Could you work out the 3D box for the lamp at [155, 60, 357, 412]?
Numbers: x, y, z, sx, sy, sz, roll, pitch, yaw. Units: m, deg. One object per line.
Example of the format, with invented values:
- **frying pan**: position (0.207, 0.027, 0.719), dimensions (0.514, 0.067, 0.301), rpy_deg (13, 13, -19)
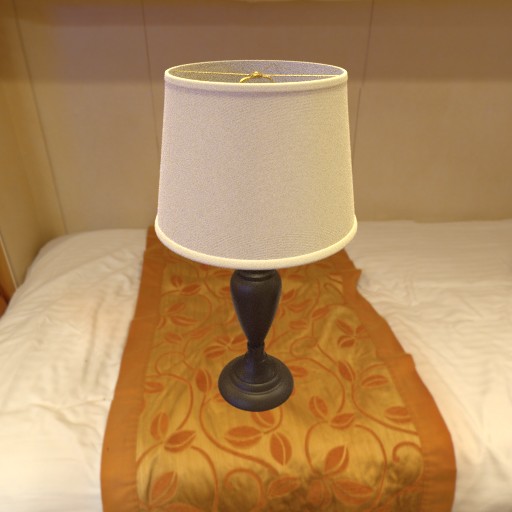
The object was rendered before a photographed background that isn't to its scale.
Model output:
- **lamp**: position (0.000, 0.000, 0.784), dimensions (0.335, 0.611, 0.335), rpy_deg (0, 30, 0)
